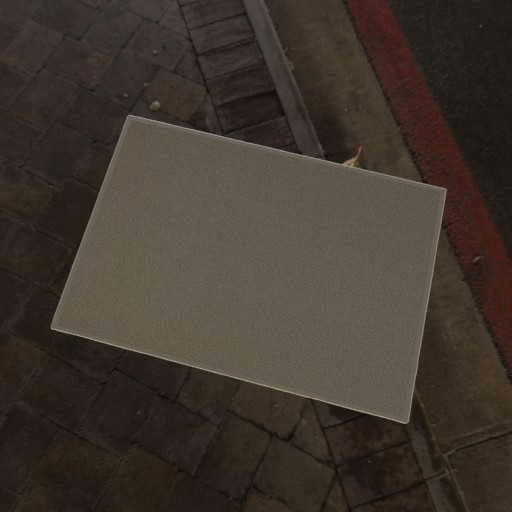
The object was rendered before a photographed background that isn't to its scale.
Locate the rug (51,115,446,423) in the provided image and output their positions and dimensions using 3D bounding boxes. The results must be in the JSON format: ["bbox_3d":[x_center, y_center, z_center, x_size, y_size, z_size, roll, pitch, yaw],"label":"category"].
[{"bbox_3d":[0.000,0.000,2.856,2.244,0.017,1.532,14,76,3],"label":"rug"}]
